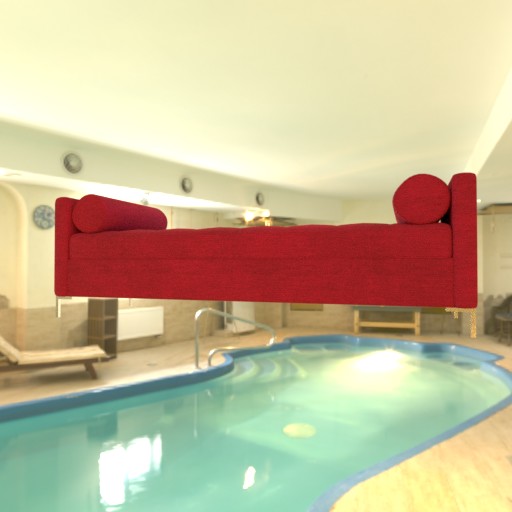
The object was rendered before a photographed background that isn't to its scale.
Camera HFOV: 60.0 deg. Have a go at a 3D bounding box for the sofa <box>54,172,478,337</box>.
[{"bbox_3d":[0.000,0.000,2.292,1.981,0.635,0.686,0,-1,19],"label":"sofa"}]
